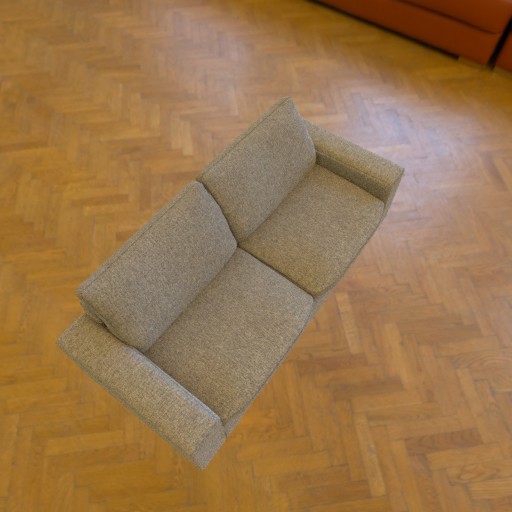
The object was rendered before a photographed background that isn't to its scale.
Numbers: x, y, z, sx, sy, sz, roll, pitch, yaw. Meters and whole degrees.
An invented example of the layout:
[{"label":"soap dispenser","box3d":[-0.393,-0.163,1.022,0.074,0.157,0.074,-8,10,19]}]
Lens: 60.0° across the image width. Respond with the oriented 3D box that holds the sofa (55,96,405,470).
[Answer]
[{"label":"sofa","box3d":[0.000,0.000,2.821,1.040,0.922,2.299,32,63,18]}]
